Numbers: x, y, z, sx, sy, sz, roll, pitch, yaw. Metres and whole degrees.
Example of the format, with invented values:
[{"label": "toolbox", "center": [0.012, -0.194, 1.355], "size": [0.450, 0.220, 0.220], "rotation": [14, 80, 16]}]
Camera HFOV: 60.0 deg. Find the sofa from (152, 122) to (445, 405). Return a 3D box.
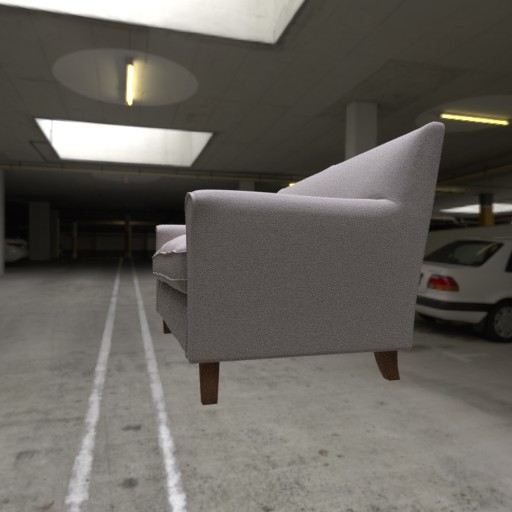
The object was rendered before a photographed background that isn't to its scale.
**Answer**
[{"label": "sofa", "center": [0.000, 0.000, 2.055], "size": [0.888, 0.890, 1.482], "rotation": [0, -1, -17]}]
